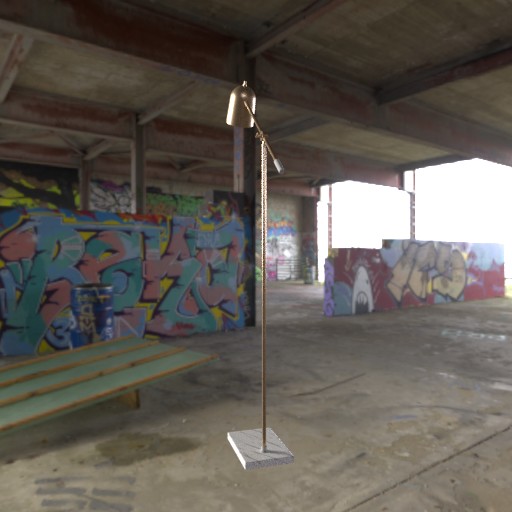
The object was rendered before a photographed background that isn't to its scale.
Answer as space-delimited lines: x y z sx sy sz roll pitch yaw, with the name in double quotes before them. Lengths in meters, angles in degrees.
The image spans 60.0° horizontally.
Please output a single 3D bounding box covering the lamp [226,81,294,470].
"lamp" 0.000 0.000 1.856 0.194 1.594 0.653 0 0 -17
